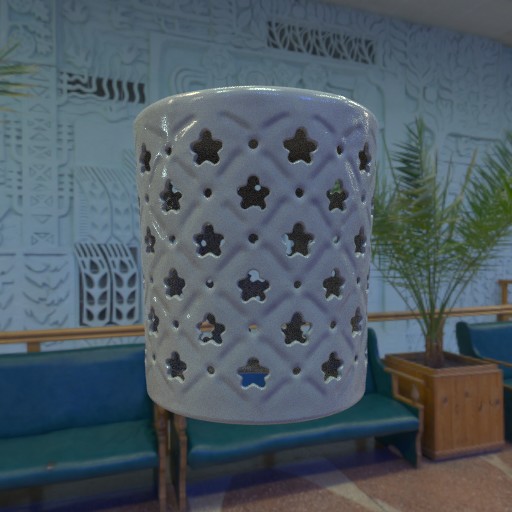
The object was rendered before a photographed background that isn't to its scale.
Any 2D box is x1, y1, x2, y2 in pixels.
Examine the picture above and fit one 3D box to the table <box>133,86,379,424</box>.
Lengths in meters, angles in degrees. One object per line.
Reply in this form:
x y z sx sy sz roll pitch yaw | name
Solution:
0.000 0.000 0.660 0.352 0.387 0.352 0 1 0 | table
